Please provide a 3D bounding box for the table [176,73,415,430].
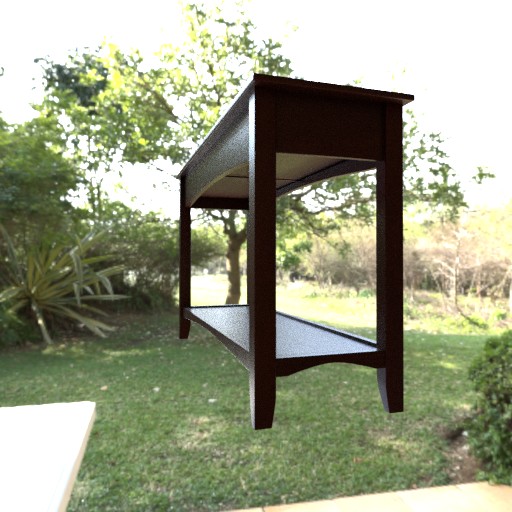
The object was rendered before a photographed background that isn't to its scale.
[{"bbox_3d":[0.000,0.000,1.523,0.392,0.739,1.188,0,0,-18],"label":"table"}]
